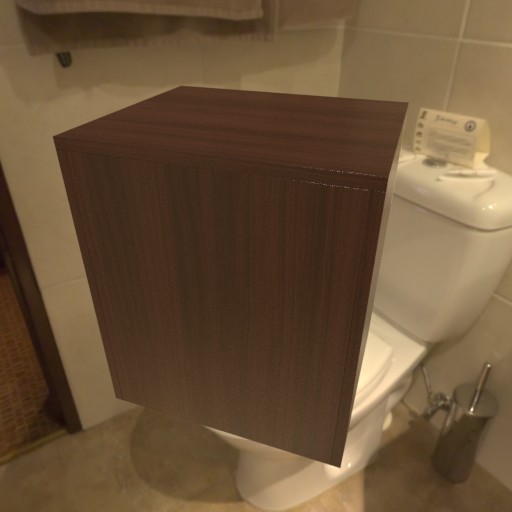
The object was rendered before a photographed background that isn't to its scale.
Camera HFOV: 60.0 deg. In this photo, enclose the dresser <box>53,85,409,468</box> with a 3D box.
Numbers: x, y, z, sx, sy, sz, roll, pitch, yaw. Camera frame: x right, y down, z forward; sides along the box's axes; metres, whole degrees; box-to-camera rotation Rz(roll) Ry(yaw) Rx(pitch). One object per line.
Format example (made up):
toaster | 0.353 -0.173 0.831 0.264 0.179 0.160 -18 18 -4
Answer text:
dresser | 0.000 0.000 0.752 0.400 0.470 0.360 11 33 17
